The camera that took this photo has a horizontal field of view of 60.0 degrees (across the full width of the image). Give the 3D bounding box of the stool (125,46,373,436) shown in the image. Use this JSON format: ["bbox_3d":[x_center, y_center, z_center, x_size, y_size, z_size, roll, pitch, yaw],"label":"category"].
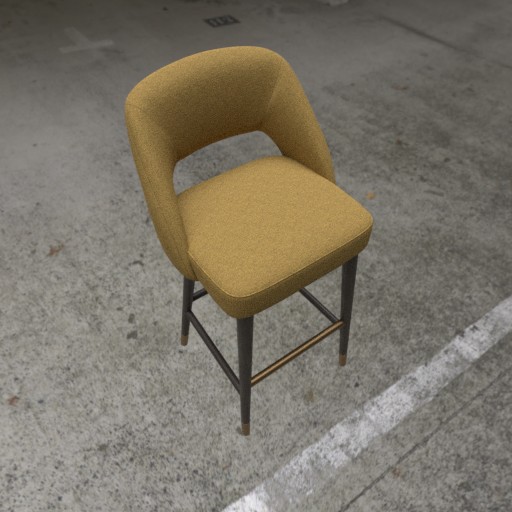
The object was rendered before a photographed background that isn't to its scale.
[{"bbox_3d":[0.000,0.000,1.327,0.536,1.032,0.522,-28,53,-23],"label":"stool"}]
